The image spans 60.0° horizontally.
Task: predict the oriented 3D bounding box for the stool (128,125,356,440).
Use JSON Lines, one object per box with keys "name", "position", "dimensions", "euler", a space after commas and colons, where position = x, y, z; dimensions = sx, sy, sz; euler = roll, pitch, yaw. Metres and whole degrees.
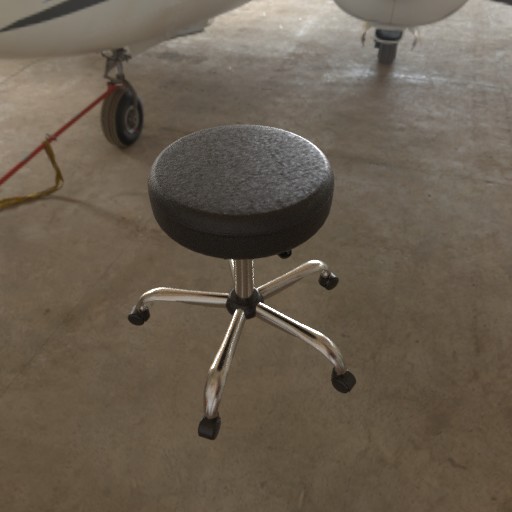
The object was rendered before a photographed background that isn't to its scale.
{"name": "stool", "position": [0.000, 0.000, 1.159], "dimensions": [0.638, 0.576, 0.673], "euler": [-25, 48, -24]}
